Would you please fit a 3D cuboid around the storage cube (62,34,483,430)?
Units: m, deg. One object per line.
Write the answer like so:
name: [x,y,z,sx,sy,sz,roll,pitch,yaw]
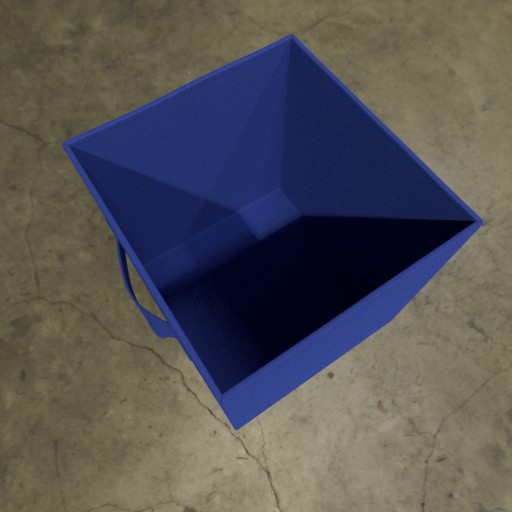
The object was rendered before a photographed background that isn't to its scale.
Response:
storage cube: [0.000,0.000,0.497,0.270,0.280,0.270,-31,69,-14]
